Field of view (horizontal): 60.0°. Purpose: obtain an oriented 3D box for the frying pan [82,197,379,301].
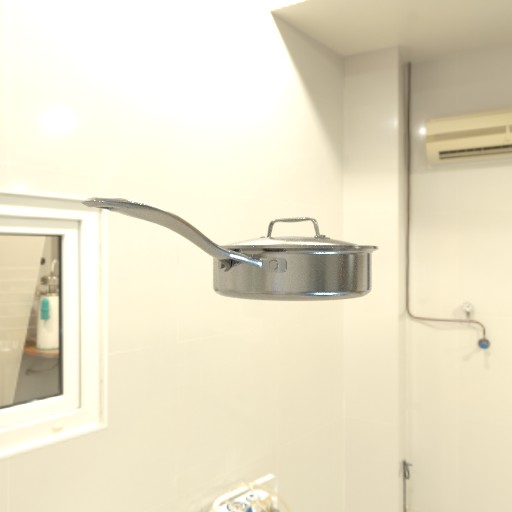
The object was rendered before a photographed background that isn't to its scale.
[{"bbox_3d":[0.000,0.000,0.572,0.245,0.111,0.492,0,0,35],"label":"frying pan"}]
